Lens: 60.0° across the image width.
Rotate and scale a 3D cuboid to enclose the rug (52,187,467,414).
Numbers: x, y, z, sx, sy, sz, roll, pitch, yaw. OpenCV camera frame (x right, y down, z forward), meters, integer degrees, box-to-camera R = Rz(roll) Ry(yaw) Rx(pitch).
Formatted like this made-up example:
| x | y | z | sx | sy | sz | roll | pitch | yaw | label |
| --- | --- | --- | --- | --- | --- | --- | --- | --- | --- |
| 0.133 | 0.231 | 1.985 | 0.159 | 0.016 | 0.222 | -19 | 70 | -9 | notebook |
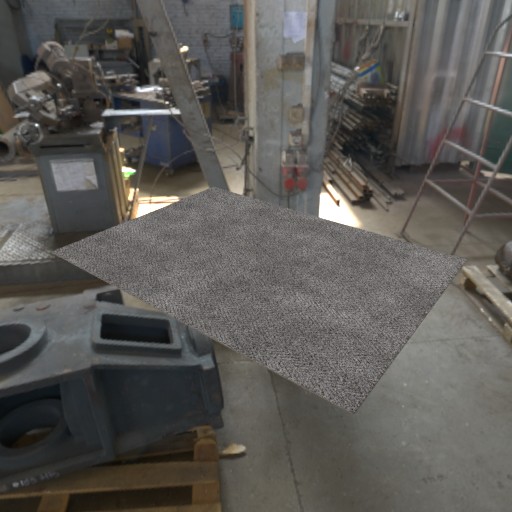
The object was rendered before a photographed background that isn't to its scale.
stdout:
| x | y | z | sx | sy | sz | roll | pitch | yaw | label |
| --- | --- | --- | --- | --- | --- | --- | --- | --- | --- |
| 0.000 | 0.000 | 2.930 | 2.235 | 0.008 | 1.600 | 21 | 35 | 32 | rug |
